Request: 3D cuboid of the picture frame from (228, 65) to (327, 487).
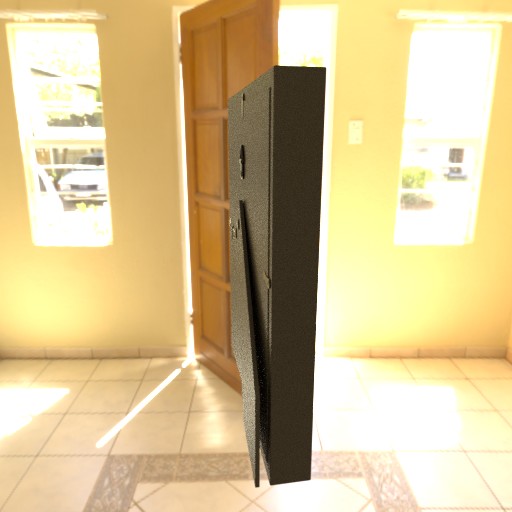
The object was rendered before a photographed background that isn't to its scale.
[{"bbox_3d":[0.000,0.000,0.398,0.042,0.284,0.232,-3,15,-10],"label":"picture frame"}]
